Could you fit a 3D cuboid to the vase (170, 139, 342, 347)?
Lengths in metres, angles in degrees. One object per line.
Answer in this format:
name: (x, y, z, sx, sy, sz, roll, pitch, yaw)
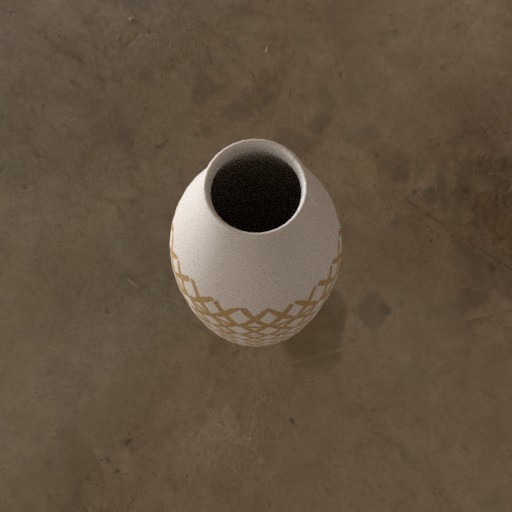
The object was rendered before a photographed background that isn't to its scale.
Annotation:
vase: (0.000, 0.000, 0.492, 0.186, 0.380, 0.186, 0, 75, 0)
